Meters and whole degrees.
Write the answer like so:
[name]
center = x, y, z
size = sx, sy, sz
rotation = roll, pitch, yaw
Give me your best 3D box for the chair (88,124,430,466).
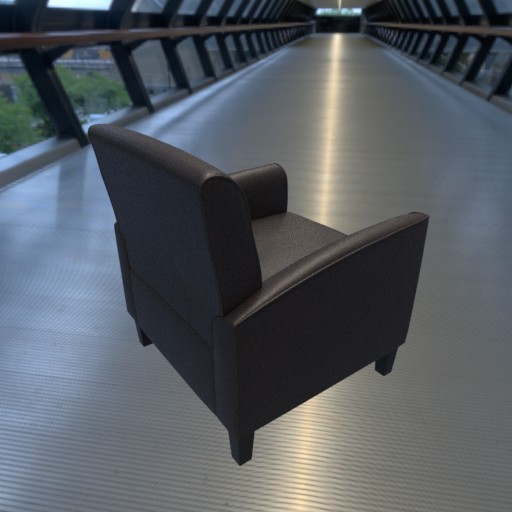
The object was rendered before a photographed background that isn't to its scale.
[chair]
center = 0.000, 0.000, 1.574
size = 0.819, 0.916, 0.820
rotation = -18, 32, -32
